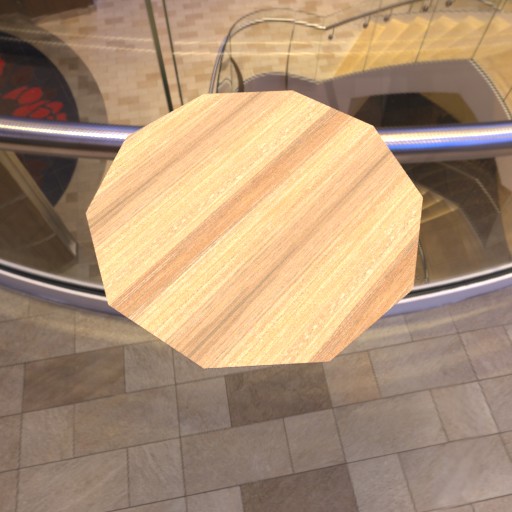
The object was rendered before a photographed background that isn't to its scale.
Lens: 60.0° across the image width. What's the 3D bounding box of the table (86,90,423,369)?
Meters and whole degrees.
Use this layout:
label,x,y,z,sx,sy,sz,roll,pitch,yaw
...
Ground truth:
label,x,y,z,sx,sy,sz,roll,pitch,yaw
table,0.000,0.000,1.888,1.186,0.752,1.186,0,62,0
